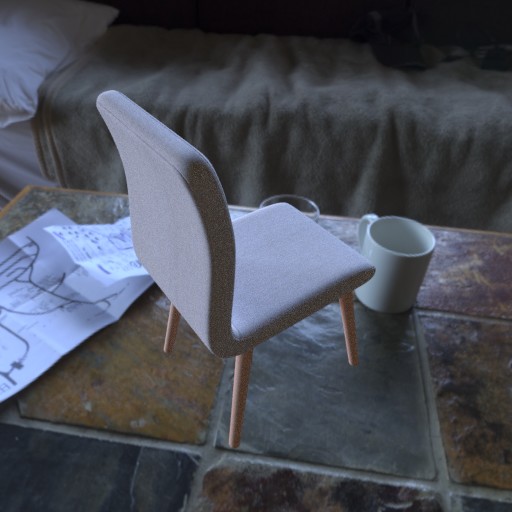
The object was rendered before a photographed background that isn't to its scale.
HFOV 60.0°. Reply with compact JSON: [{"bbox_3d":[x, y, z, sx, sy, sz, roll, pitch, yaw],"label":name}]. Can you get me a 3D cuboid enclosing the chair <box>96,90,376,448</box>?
[{"bbox_3d":[0.000,0.000,1.184,0.550,0.885,0.435,-25,46,-26],"label":"chair"}]
